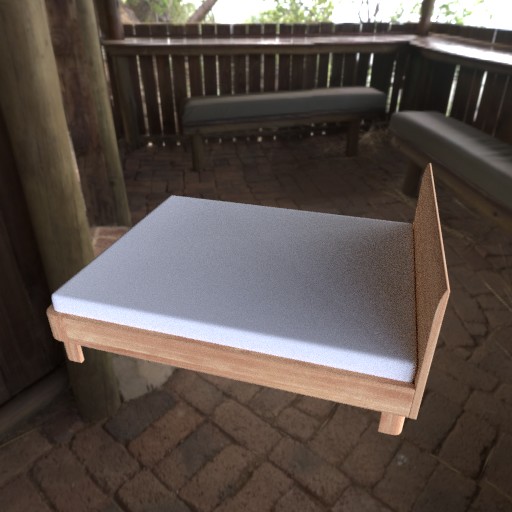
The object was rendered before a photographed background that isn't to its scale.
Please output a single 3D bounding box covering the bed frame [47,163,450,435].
[{"bbox_3d":[0.000,0.000,2.935,2.092,0.940,1.660,8,31,14],"label":"bed frame"}]
